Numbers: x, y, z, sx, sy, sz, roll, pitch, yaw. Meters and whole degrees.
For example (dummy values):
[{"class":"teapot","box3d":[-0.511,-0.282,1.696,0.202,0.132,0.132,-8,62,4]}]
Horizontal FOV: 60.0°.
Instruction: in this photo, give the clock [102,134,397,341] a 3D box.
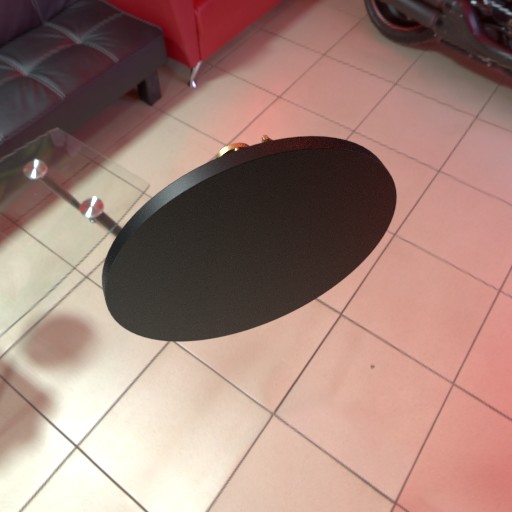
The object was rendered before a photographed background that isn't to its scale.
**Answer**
[{"class":"clock","box3d":[0.000,0.000,0.680,0.454,0.454,0.038,-18,59,-11]}]
